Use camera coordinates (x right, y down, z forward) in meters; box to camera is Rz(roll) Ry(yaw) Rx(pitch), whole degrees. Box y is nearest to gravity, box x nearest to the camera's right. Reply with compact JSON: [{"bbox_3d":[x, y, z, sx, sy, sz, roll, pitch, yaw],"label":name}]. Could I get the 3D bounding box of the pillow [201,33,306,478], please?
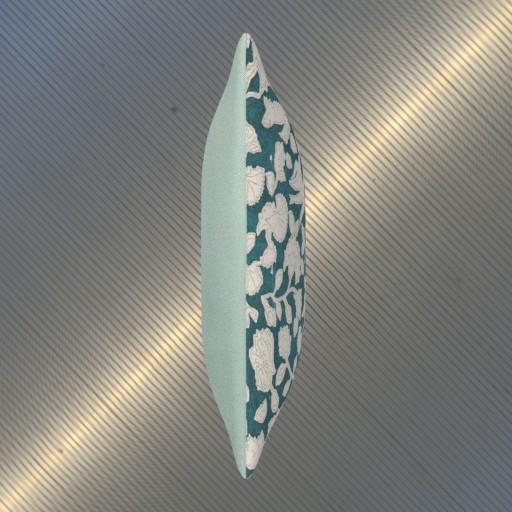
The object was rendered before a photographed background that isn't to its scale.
[{"bbox_3d":[0.000,0.000,0.769,0.166,0.508,0.525,0,90,2],"label":"pillow"}]
